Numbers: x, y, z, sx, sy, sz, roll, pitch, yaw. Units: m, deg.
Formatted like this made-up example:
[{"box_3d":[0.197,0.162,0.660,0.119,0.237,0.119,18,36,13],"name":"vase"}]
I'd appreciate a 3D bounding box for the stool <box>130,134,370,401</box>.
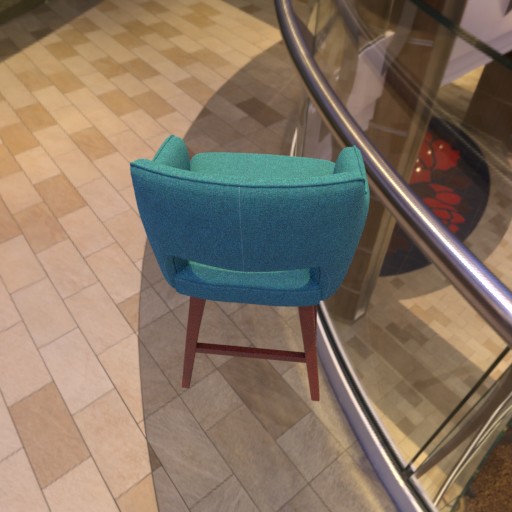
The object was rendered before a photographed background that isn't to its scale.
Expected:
[{"box_3d":[0.000,0.000,1.290,0.548,0.961,0.556,4,49,4],"name":"stool"}]
